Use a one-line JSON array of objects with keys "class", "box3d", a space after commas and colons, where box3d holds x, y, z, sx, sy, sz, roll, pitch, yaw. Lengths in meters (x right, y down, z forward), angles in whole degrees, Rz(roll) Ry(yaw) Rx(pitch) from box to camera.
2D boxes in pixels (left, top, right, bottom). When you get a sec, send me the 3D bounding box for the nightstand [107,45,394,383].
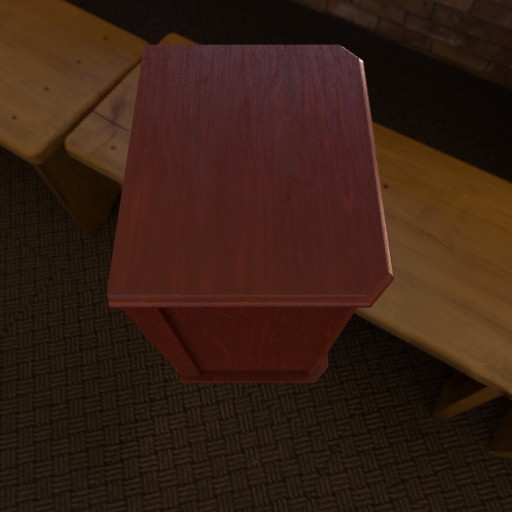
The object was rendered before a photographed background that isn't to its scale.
[{"class": "nightstand", "box3d": [0.000, 0.000, 0.914, 0.351, 0.681, 0.435, 0, 65, 0]}]
